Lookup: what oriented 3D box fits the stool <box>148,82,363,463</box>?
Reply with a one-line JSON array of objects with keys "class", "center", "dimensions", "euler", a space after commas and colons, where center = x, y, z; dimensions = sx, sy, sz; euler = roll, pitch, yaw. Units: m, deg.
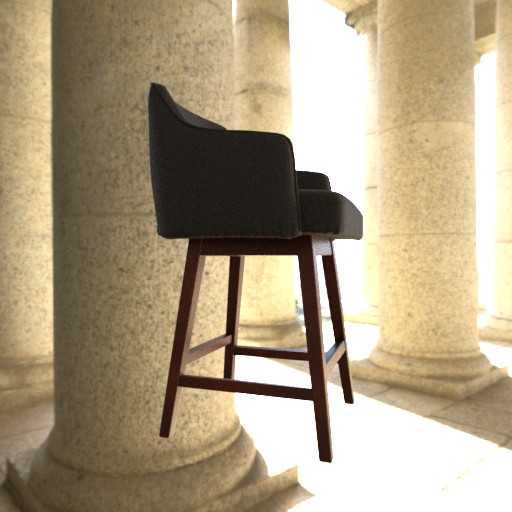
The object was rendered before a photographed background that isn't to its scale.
[{"class": "stool", "center": [0.000, 0.000, 1.258], "dimensions": [0.558, 0.912, 0.548], "euler": [0, 0, 19]}]
